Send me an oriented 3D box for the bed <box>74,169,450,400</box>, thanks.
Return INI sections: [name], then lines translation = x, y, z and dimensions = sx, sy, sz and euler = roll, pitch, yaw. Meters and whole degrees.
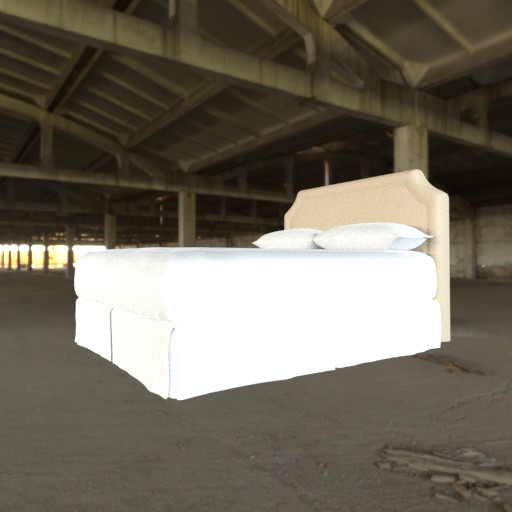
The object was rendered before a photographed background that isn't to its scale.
[bed]
translation = 0.000, 0.000, 3.817
dimensions = 2.548, 1.524, 2.134
euler = 0, 0, -35
